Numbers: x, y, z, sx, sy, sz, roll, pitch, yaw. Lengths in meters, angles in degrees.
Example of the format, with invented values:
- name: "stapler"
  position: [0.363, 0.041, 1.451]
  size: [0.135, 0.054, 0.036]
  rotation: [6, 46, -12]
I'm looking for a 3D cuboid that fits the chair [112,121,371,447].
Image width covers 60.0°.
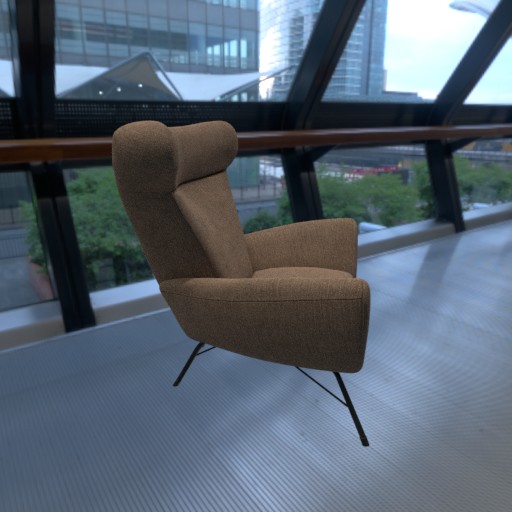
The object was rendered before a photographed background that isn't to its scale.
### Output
- name: "chair"
  position: [0.000, 0.000, 1.763]
  size: [0.900, 1.040, 0.980]
  rotation: [3, 16, 10]
